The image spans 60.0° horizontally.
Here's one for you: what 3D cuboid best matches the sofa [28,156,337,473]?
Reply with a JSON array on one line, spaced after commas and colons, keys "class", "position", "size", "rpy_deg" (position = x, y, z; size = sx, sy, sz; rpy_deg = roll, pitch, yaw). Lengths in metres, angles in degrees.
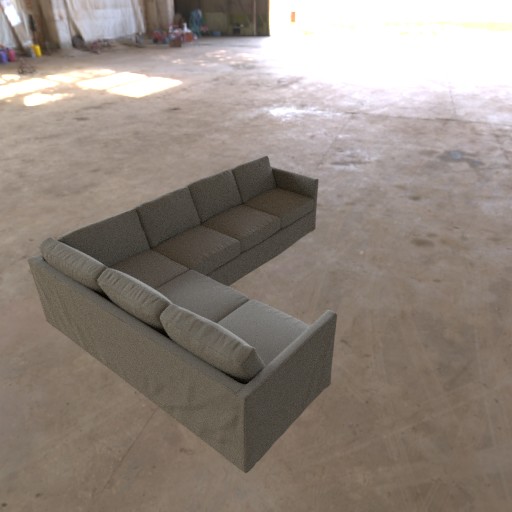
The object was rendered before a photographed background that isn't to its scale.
[{"class": "sofa", "position": [0.000, 0.000, 4.264], "size": [2.432, 0.871, 3.182], "rpy_deg": [22, 37, 33]}]
